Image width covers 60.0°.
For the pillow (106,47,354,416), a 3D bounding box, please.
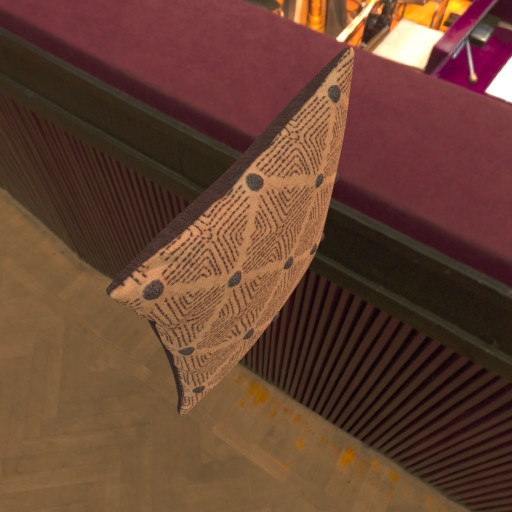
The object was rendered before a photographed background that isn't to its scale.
[{"bbox_3d":[0.000,0.000,0.760,0.145,0.510,0.510,30,63,18],"label":"pillow"}]
